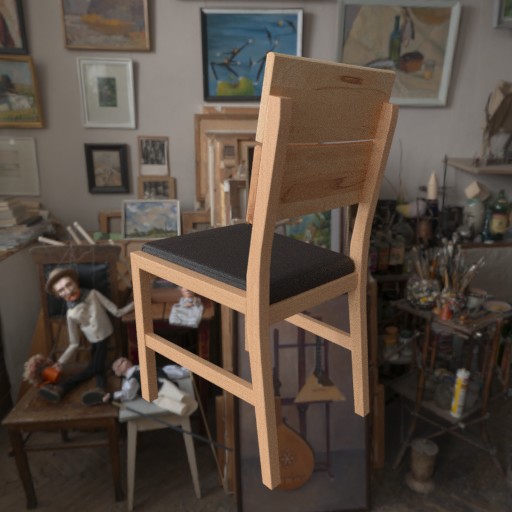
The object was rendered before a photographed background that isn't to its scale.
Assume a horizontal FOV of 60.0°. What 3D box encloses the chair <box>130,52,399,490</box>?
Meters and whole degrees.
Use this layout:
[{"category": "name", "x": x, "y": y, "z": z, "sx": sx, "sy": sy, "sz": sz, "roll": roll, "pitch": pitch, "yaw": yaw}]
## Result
[{"category": "chair", "x": 0.000, "y": 0.000, "z": 1.237, "sx": 0.475, "sy": 0.950, "sz": 0.560, "roll": -15, "pitch": 23, "yaw": -42}]
